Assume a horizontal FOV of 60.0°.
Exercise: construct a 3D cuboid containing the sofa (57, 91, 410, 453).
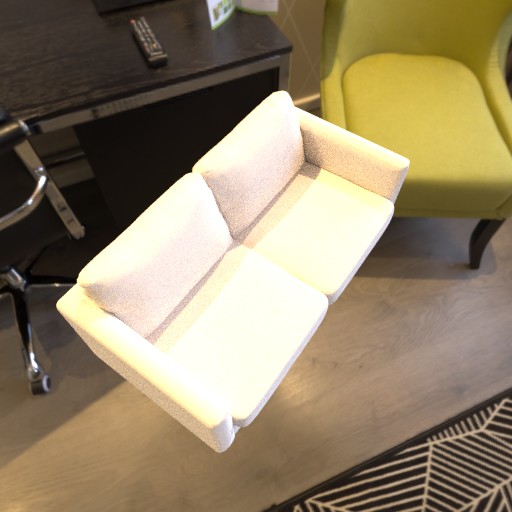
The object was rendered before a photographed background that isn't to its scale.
[{"bbox_3d":[0.000,0.000,2.348,0.940,0.893,1.713,31,63,18],"label":"sofa"}]
